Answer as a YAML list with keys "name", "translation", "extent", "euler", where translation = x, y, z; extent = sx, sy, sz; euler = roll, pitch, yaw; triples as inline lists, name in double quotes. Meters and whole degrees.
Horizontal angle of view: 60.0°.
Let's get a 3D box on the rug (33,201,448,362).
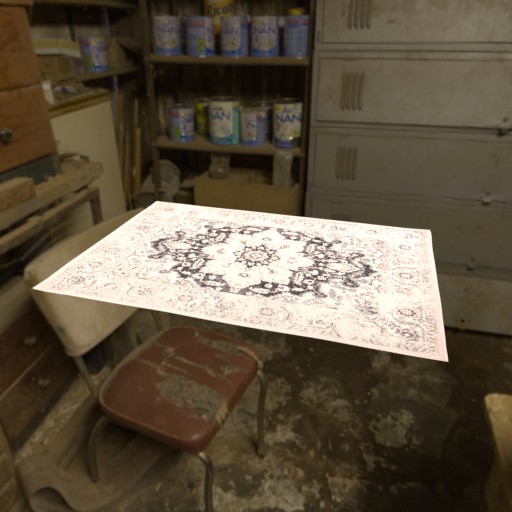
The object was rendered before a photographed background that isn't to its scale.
- name: "rug"
  translation: [0.000, 0.000, 2.349]
  extent: [1.813, 0.008, 1.223]
  euler: [8, 28, 14]
